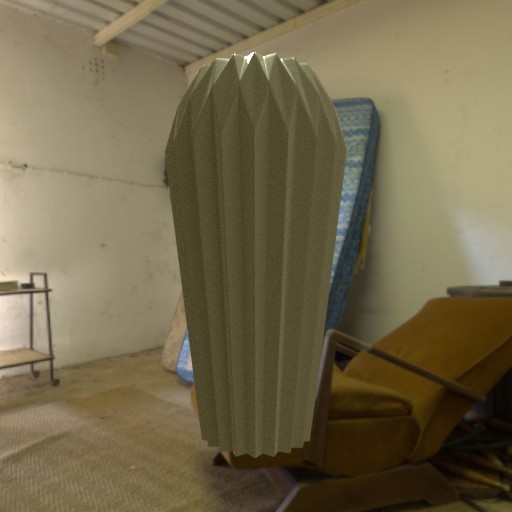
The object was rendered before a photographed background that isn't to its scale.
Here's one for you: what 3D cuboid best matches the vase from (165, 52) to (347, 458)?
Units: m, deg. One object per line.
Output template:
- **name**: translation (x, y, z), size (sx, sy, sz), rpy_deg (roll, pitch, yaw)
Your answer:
- **vase**: translation (0.000, 0.000, 0.329), size (0.133, 0.263, 0.133), rpy_deg (0, 0, 0)
